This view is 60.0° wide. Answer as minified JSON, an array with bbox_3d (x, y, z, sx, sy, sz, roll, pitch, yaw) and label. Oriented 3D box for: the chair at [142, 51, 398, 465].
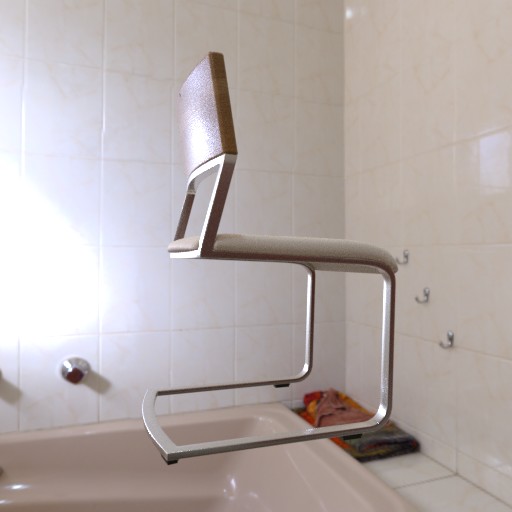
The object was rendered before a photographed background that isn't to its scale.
[{"bbox_3d":[0.000,0.000,1.185,0.585,0.844,0.467,0,0,-18],"label":"chair"}]
